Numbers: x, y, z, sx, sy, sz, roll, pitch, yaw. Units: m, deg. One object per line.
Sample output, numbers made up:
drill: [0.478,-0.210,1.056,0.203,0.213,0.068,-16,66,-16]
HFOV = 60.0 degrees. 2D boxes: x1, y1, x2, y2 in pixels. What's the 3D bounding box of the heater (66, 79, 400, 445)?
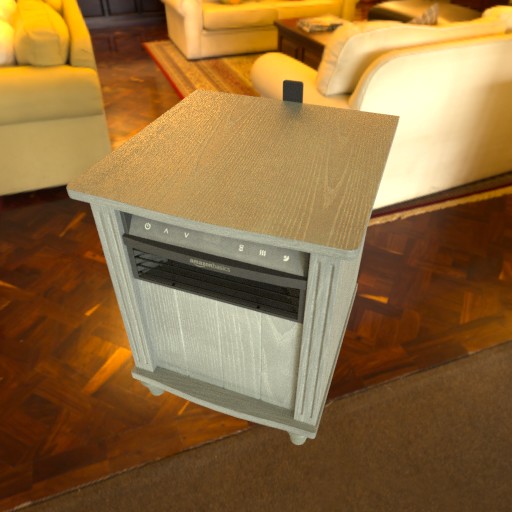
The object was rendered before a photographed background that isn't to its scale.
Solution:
heater: [0.000,0.000,0.763,0.362,0.481,0.400,13,41,16]
